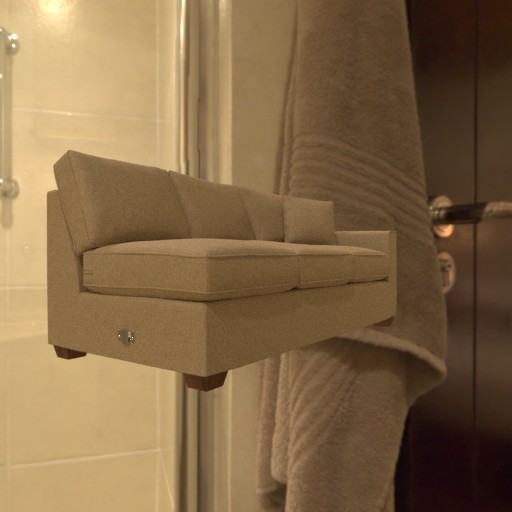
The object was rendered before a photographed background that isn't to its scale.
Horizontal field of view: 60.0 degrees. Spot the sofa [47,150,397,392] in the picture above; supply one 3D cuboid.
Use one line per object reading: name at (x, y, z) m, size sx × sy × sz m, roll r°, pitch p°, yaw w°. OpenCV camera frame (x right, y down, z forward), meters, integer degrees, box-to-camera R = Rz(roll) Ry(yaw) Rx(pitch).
sofa at (0.000, 0.000, 2.538) m, size 1.034 × 0.946 × 1.963 m, roll 0°, pitch 0°, yaw 36°
